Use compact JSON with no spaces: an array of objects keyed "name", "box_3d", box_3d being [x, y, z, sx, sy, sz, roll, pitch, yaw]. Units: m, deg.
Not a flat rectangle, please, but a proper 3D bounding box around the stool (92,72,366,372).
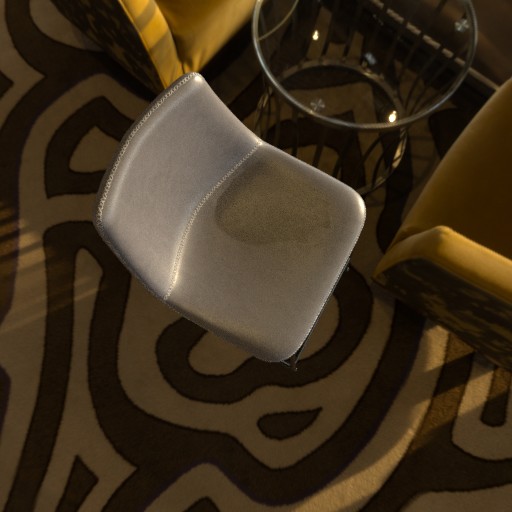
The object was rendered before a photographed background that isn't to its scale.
[{"name":"stool","box_3d":[0.000,0.000,1.192,0.546,0.876,0.470,28,79,6]}]
